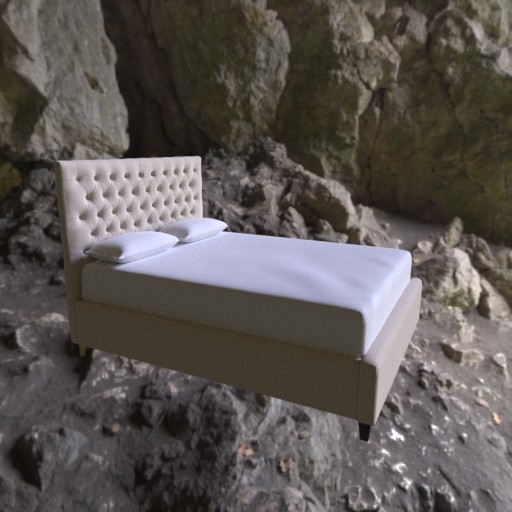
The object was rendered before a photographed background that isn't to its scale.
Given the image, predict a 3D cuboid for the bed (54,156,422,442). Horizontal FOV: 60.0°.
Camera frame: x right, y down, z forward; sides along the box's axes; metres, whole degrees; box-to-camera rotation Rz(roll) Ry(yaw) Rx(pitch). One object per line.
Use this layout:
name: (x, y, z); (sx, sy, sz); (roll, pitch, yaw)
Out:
bed: (0.000, 0.000, 3.357); (2.233, 1.426, 1.696); (7, 16, 26)
